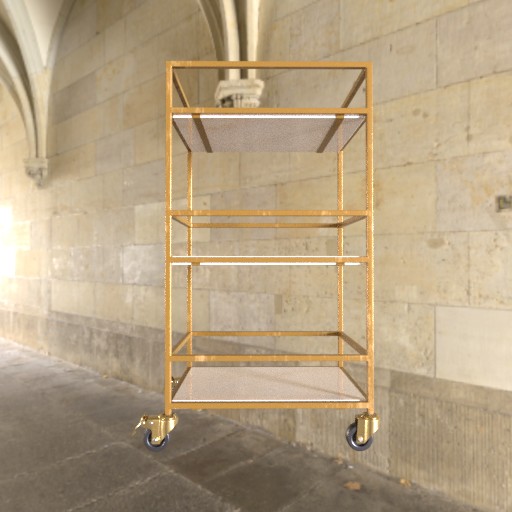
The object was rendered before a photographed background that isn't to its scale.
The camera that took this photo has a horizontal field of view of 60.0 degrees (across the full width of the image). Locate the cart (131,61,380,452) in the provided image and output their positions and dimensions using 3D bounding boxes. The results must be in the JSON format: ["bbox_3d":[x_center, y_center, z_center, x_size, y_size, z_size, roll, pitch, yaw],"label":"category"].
[{"bbox_3d":[0.000,0.000,1.017,0.483,0.761,0.332,0,-1,0],"label":"cart"}]
